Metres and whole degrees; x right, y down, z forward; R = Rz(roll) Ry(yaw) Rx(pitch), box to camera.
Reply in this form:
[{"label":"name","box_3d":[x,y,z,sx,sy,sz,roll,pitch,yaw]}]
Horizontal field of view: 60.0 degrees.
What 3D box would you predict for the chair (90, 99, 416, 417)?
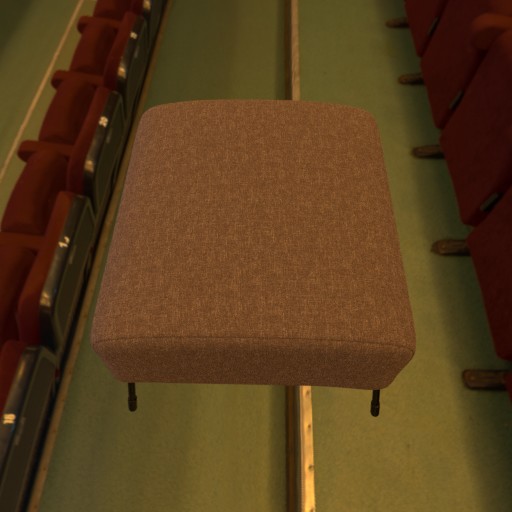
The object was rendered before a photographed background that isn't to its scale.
[{"label":"chair","box_3d":[0.000,0.000,0.898,0.530,0.410,0.530,1,58,1]}]
